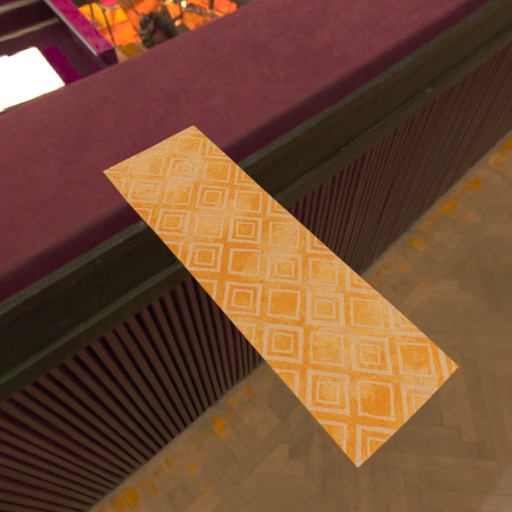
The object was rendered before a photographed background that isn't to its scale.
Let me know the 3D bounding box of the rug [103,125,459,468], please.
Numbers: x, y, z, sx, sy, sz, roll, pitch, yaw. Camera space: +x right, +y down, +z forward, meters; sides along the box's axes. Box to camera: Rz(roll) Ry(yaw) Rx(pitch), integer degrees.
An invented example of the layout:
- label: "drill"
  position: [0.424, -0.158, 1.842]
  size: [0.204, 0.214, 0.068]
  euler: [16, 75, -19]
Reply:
- label: "rug"
  position: [0.000, 0.000, 2.706]
  size: [0.775, 0.010, 2.438]
  euler: [-34, 63, -20]
